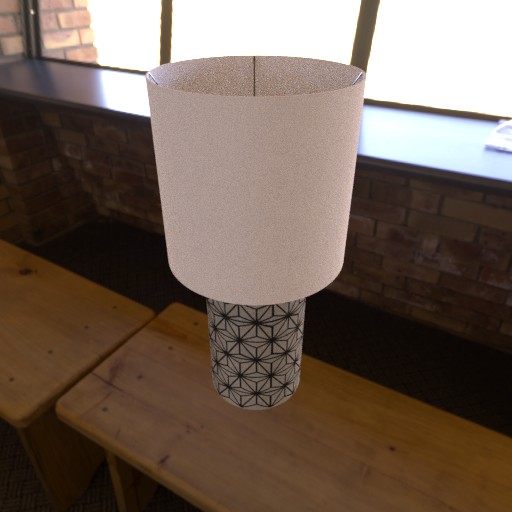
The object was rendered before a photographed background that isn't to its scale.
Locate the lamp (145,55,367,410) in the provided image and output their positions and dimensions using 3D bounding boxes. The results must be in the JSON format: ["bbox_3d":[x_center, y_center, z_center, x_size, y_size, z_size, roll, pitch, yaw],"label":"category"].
[{"bbox_3d":[0.000,0.000,0.533,0.206,0.416,0.206,0,33,-1],"label":"lamp"}]
